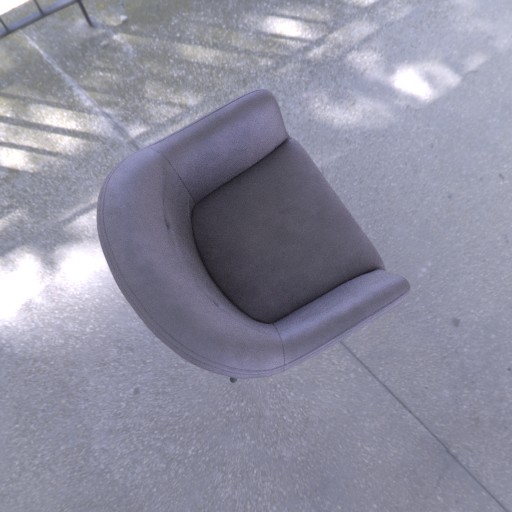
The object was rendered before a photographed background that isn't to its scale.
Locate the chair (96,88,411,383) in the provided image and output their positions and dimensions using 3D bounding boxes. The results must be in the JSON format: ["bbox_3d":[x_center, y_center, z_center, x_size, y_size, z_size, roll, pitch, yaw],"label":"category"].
[{"bbox_3d":[0.000,0.000,1.140,0.544,0.781,0.567,-32,78,-7],"label":"chair"}]
